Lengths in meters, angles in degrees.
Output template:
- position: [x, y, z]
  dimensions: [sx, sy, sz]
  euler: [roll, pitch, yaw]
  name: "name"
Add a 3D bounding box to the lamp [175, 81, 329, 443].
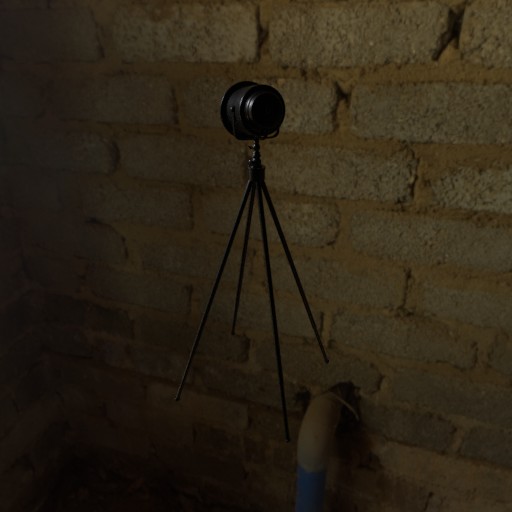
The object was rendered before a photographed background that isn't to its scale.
- position: [0.000, 0.000, 2.060]
  dimensions: [0.879, 1.504, 0.884]
  euler: [-9, 28, -18]
  name: "lamp"
